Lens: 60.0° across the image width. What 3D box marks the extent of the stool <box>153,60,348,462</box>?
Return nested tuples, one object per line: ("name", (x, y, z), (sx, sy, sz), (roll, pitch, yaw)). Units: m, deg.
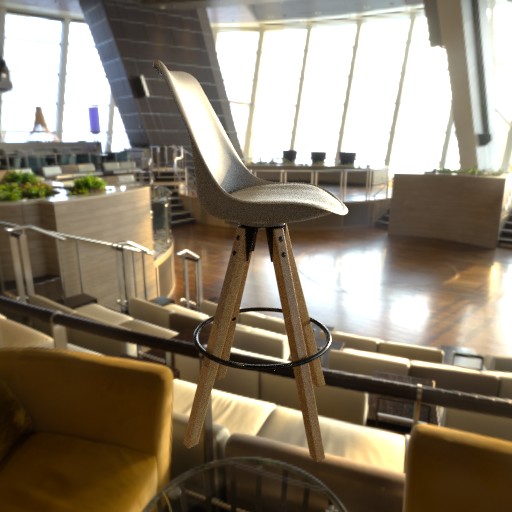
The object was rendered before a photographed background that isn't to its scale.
("stool", (0.000, 0.000, 1.392), (0.550, 1.115, 0.485), (2, 16, 8))
